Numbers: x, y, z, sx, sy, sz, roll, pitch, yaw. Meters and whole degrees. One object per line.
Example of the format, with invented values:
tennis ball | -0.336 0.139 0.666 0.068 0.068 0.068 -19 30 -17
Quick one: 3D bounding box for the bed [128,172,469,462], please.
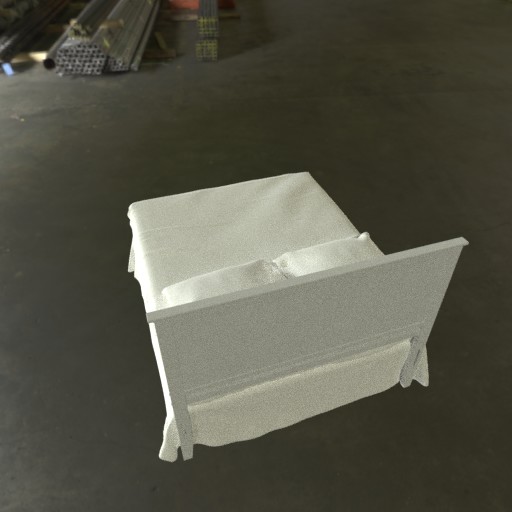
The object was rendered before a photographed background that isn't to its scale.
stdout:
bed | 0.000 0.000 3.196 1.876 1.269 2.047 -13 41 -15
